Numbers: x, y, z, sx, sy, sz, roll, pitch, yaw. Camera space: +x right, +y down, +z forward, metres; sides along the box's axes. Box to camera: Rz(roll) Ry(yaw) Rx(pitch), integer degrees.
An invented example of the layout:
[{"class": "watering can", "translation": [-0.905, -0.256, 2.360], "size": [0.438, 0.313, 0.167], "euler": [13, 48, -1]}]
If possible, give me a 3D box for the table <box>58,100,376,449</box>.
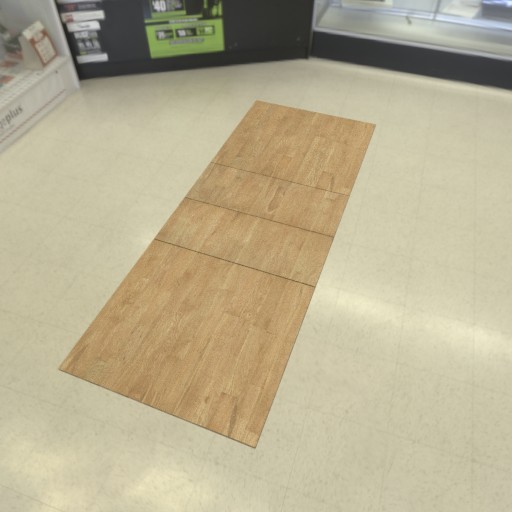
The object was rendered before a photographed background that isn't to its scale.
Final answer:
[{"class": "table", "translation": [0.000, 0.000, 3.056], "size": [1.000, 0.752, 2.603], "euler": [16, 51, 14]}]
